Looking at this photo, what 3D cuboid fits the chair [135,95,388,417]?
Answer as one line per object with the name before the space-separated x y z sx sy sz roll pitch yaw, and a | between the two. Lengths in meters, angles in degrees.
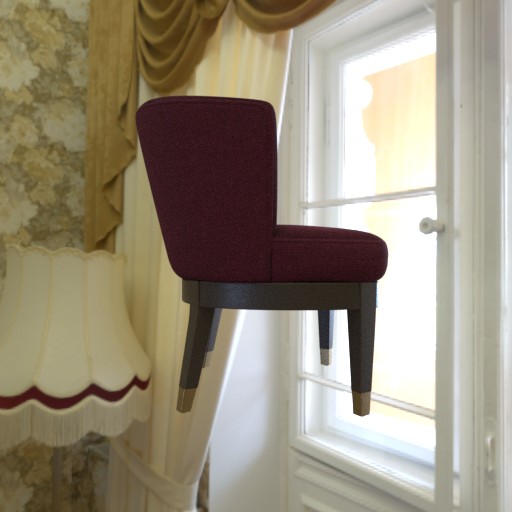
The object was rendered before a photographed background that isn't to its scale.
chair | 0.000 0.000 1.299 0.660 0.760 0.700 0 0 -1
